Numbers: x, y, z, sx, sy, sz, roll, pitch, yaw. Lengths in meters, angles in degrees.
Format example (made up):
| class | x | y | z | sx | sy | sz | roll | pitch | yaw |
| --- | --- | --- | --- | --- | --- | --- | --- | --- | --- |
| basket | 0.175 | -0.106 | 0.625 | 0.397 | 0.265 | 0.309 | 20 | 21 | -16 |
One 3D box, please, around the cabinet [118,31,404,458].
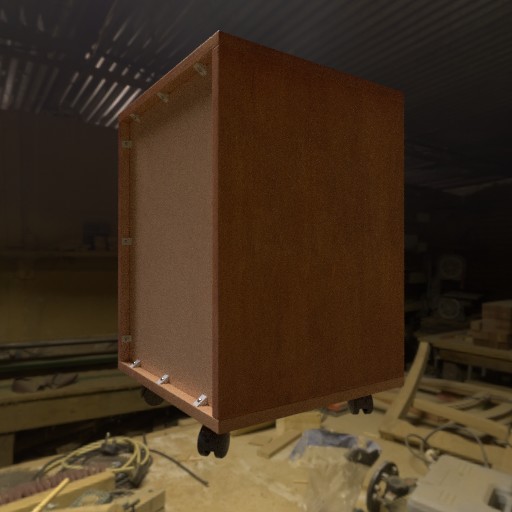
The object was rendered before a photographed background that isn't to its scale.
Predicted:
| class | x | y | z | sx | sy | sz | roll | pitch | yaw |
| --- | --- | --- | --- | --- | --- | --- | --- | --- | --- |
| cabinet | 0.000 | 0.000 | 0.851 | 0.401 | 0.579 | 0.409 | 0 | 0 | -35 |
